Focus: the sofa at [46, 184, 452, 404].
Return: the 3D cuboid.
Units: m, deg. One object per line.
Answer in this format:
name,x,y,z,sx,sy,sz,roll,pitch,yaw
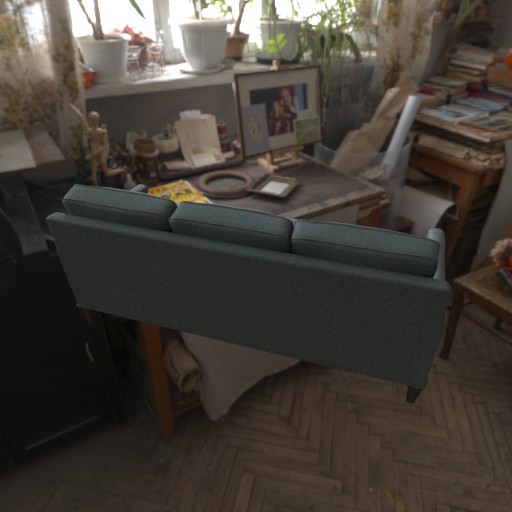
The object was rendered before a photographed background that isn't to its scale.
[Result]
sofa,0.000,0.000,2.825,2.246,1.003,1.084,10,34,16
